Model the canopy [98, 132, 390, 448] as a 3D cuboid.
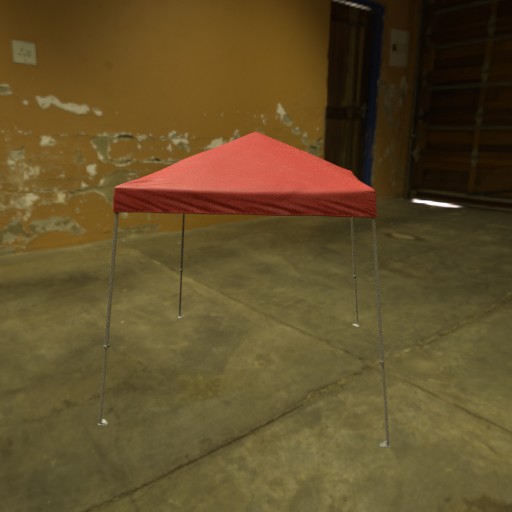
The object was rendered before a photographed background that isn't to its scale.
[{"bbox_3d":[0.000,0.000,5.280,2.849,2.849,2.848,2,15,7],"label":"canopy"}]
